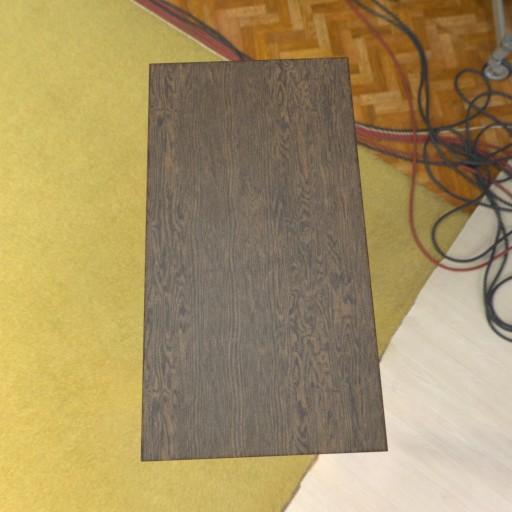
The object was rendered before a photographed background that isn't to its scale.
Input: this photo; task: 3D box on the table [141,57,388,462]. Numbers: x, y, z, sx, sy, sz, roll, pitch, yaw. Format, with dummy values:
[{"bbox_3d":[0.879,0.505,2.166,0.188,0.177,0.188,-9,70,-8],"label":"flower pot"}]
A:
[{"bbox_3d":[0.000,0.000,2.544,1.078,0.795,1.989,-2,76,-1],"label":"table"}]
